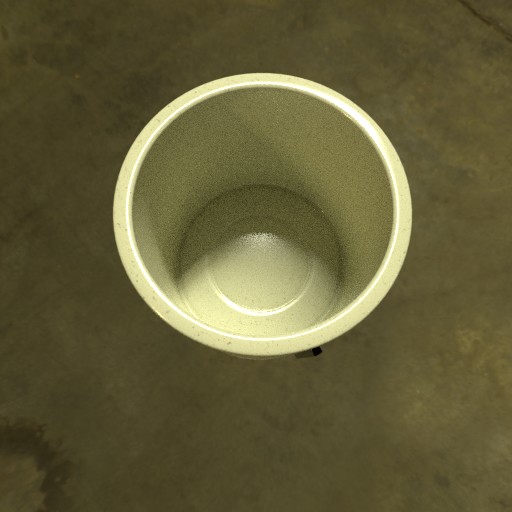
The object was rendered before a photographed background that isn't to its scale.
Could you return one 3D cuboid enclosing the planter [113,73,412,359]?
[{"bbox_3d":[0.000,0.000,0.336,0.159,0.230,0.152,3,76,1],"label":"planter"}]
